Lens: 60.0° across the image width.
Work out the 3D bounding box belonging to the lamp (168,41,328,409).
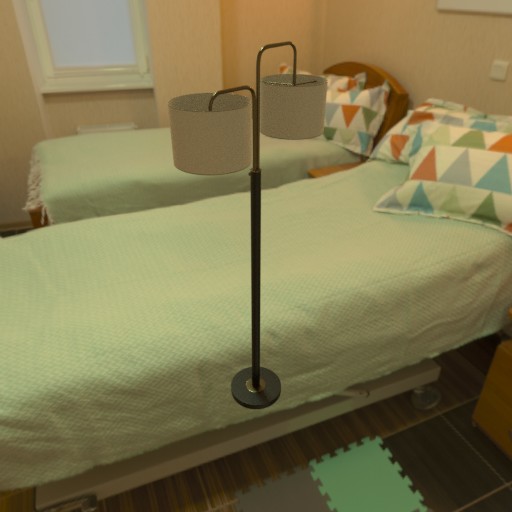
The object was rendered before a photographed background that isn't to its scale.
[{"bbox_3d":[0.000,0.000,1.843,0.254,1.587,0.711,22,38,31],"label":"lamp"}]
